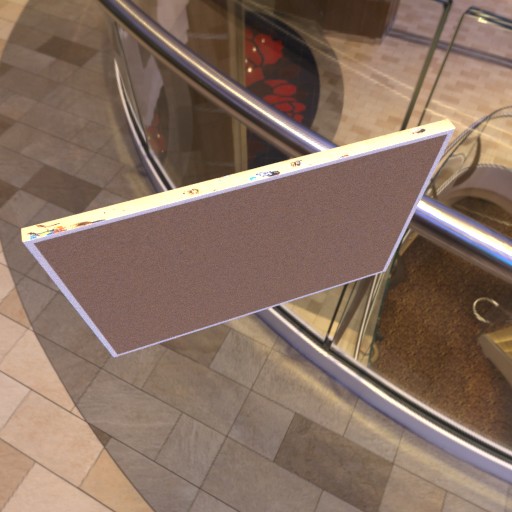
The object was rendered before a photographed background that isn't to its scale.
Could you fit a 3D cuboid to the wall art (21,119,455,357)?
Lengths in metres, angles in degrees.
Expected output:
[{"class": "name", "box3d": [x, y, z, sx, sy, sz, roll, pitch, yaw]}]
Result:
[{"class": "wall art", "box3d": [0.000, 0.000, 1.437, 1.136, 0.769, 0.040, -16, 59, -10]}]
